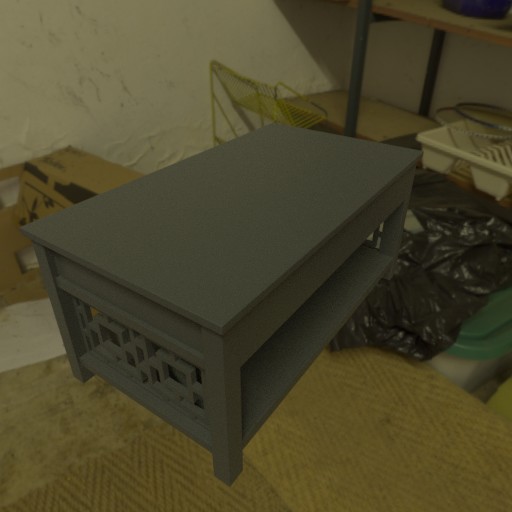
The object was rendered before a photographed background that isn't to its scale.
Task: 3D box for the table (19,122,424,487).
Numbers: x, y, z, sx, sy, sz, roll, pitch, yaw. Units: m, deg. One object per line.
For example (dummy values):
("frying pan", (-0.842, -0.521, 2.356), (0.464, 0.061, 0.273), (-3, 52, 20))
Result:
("table", (0.000, 0.000, 1.381), (0.612, 0.493, 1.068), (20, 37, 29))
